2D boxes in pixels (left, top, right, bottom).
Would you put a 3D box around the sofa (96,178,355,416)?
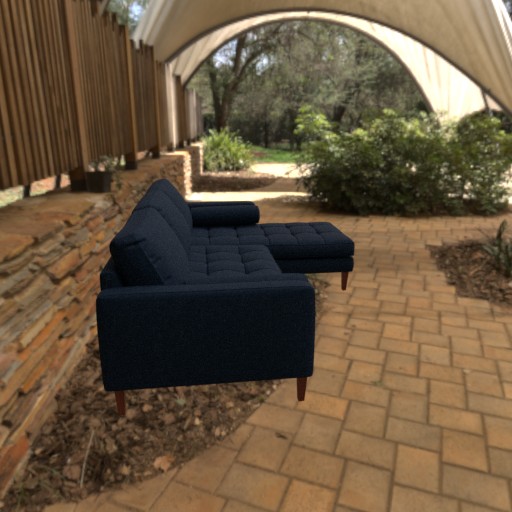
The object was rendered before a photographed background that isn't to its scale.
[{"bbox_3d":[0.000,0.000,2.964,1.613,0.841,2.185,-2,17,-7],"label":"sofa"}]
